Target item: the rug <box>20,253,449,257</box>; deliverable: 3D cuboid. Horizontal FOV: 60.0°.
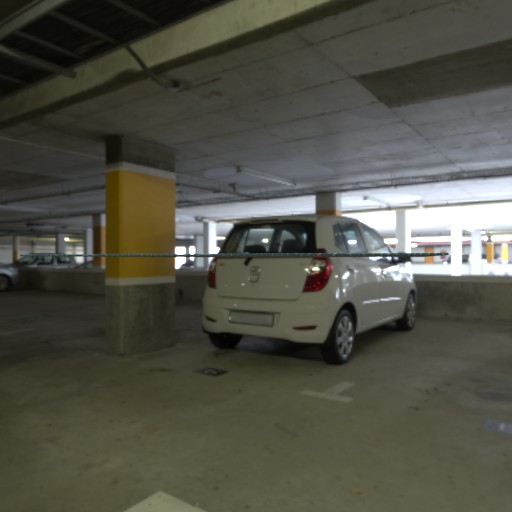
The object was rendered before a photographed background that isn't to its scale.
[{"bbox_3d":[0.000,0.000,4.099,3.033,0.012,2.432,0,0,17],"label":"rug"}]
